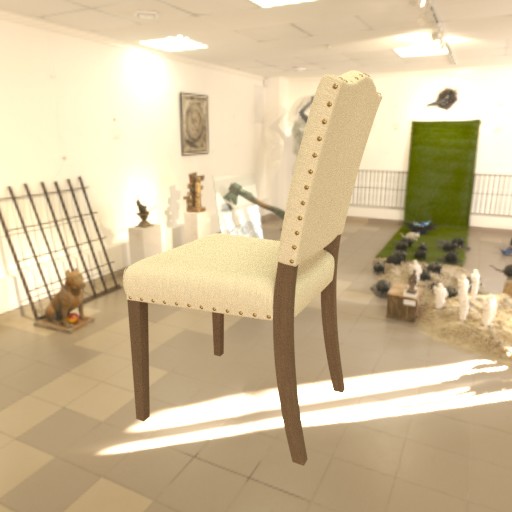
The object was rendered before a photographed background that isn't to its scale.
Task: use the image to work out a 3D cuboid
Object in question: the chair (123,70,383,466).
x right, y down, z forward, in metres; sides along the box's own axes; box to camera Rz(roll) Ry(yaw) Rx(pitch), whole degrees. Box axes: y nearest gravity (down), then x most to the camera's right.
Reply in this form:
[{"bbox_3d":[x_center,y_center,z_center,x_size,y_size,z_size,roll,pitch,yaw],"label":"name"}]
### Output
[{"bbox_3d":[0.000,0.000,1.349,0.619,1.015,0.508,7,17,25],"label":"chair"}]
